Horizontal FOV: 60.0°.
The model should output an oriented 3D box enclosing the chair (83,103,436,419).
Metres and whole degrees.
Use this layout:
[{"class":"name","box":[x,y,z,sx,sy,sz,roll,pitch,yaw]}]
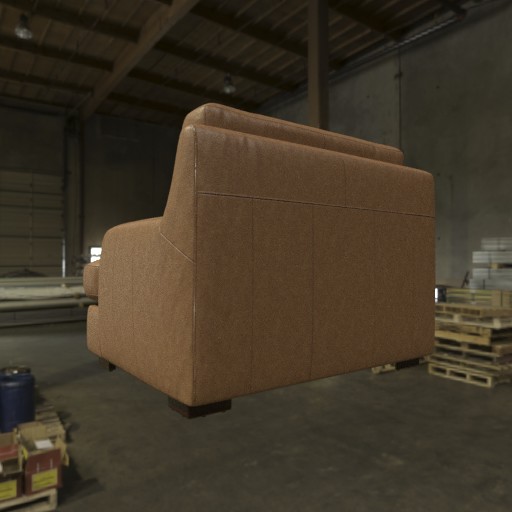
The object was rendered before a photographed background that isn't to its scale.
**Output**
[{"class":"chair","box":[0.000,0.000,1.972,1.276,0.978,1.050,0,-1,-36]}]
